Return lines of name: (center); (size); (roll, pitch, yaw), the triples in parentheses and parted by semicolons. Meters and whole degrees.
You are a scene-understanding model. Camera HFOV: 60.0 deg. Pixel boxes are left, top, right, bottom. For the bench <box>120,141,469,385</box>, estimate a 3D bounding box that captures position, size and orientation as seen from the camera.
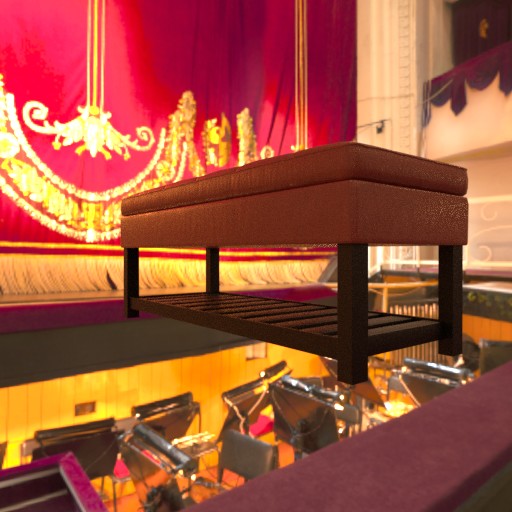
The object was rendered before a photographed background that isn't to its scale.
bench: (0.000, 0.000, 1.347); (0.432, 0.460, 1.105); (0, 1, -38)
